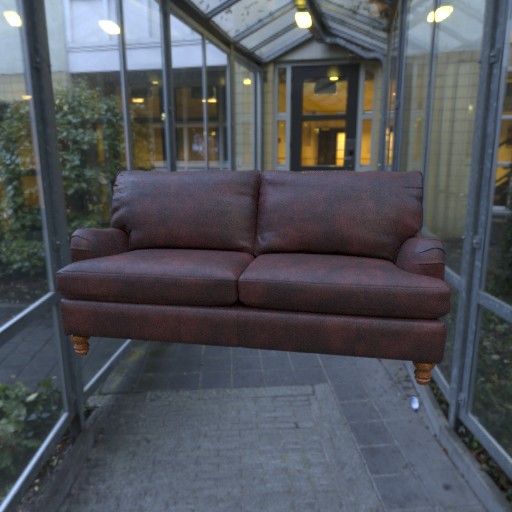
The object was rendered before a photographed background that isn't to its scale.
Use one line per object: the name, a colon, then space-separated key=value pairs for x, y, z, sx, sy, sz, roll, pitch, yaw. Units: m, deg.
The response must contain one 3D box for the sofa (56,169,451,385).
sofa: x=0.000 y=0.000 z=2.828 sx=2.144 sy=1.071 sz=1.147 roll=2 pitch=13 yaw=10
